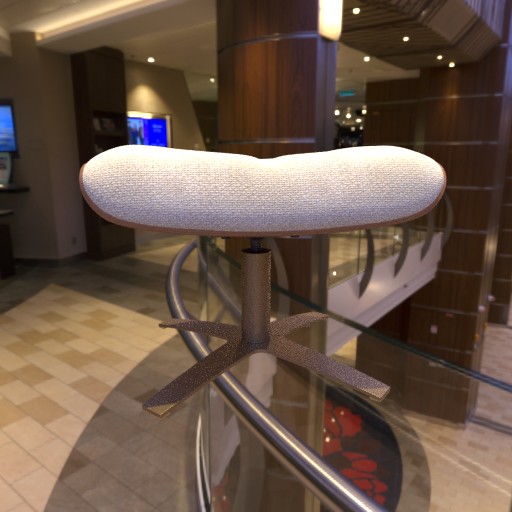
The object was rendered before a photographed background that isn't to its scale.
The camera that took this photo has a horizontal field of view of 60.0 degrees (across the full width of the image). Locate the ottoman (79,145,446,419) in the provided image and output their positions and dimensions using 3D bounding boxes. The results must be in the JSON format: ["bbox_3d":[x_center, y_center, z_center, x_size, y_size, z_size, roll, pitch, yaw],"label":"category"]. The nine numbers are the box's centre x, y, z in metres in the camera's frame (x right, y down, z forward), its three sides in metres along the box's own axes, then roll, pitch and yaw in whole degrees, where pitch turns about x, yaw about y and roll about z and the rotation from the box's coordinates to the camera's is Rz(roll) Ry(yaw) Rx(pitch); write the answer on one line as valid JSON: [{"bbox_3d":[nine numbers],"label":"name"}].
[{"bbox_3d":[0.000,0.000,0.815,0.520,0.391,0.394,-2,13,-8],"label":"ottoman"}]
